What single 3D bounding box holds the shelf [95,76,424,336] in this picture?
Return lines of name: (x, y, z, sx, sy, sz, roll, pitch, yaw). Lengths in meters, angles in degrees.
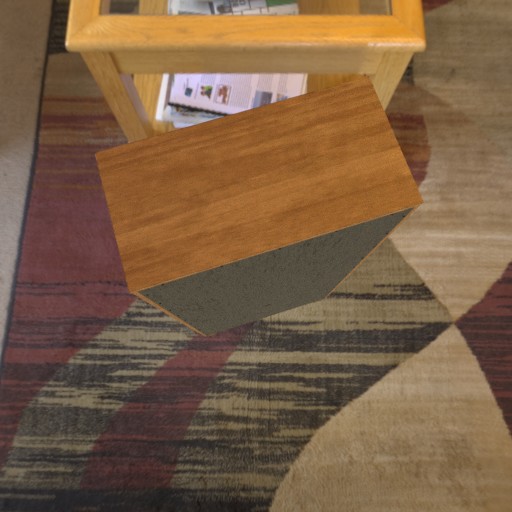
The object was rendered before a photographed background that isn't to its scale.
shelf: (0.000, 0.000, 2.223, 0.864, 1.930, 0.453, -17, 77, -4)
